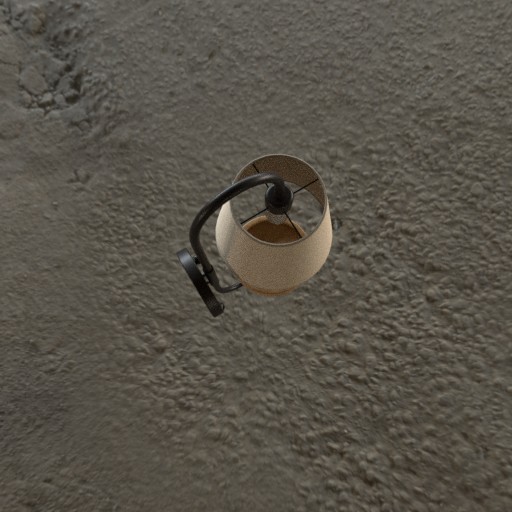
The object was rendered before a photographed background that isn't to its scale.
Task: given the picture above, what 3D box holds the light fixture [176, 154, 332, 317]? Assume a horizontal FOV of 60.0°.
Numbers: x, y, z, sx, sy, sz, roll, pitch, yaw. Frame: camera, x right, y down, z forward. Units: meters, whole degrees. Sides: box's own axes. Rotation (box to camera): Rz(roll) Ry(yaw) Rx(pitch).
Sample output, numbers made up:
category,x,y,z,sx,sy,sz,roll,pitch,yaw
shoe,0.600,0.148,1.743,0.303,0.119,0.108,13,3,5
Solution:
category,x,y,z,sx,sy,sz,roll,pitch,yaw
light fixture,0.000,0.000,0.931,0.299,0.821,0.220,-31,78,-7
